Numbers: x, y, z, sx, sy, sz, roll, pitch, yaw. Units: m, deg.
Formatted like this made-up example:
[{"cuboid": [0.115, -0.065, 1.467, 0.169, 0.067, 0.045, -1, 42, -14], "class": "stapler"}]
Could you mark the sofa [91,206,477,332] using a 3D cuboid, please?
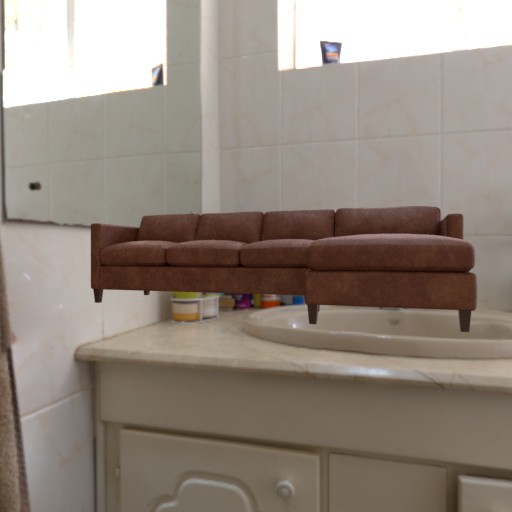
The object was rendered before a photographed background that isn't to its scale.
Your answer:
[{"cuboid": [0.000, 0.000, 3.779, 3.203, 0.883, 1.581, 0, 0, 19], "class": "sofa"}]
